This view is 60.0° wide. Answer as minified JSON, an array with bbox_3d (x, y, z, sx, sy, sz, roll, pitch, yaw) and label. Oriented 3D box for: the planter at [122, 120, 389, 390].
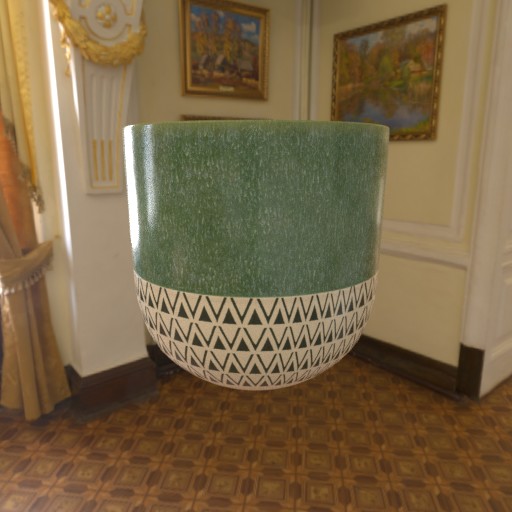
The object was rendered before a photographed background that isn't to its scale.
[{"bbox_3d":[0.000,0.000,0.489,0.266,0.270,0.266,0,13,0],"label":"planter"}]
